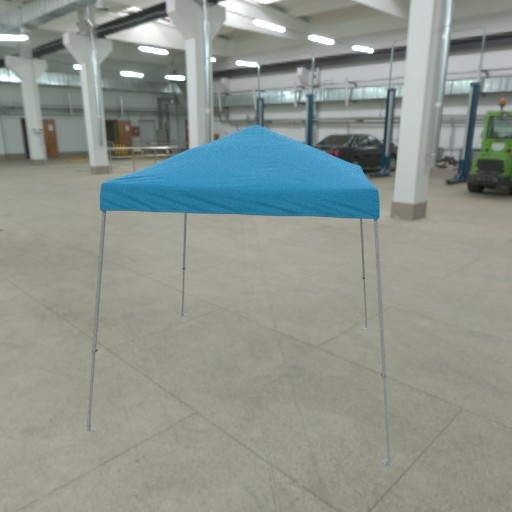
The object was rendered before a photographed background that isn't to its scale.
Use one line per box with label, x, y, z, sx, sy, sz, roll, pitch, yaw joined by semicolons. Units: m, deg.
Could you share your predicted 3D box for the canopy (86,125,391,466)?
canopy;0.000;0.000;5.017;2.850;2.850;2.849;3;16;9
